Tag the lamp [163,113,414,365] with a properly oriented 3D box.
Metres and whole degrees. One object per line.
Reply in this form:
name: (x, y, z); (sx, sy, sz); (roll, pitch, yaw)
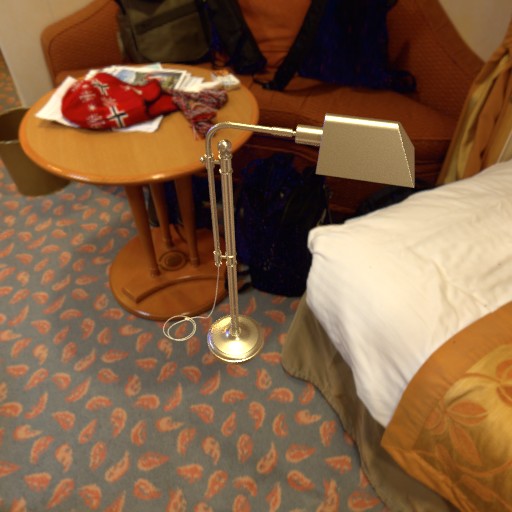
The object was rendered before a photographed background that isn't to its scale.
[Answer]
lamp: (0.000, 0.000, 0.985); (0.546, 0.708, 0.159); (11, 47, 10)
